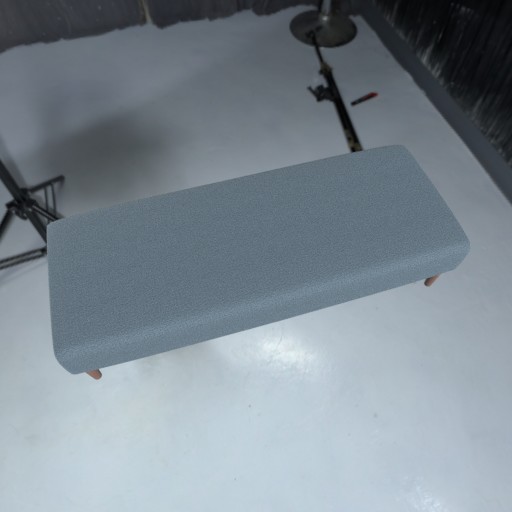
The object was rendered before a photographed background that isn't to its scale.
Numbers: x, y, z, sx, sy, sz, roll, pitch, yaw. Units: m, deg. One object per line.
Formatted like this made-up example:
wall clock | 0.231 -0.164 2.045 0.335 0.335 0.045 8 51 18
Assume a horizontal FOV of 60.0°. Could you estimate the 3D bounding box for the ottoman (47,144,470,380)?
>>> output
ottoman | 0.000 0.000 1.907 1.609 0.393 0.646 -14 58 -9
